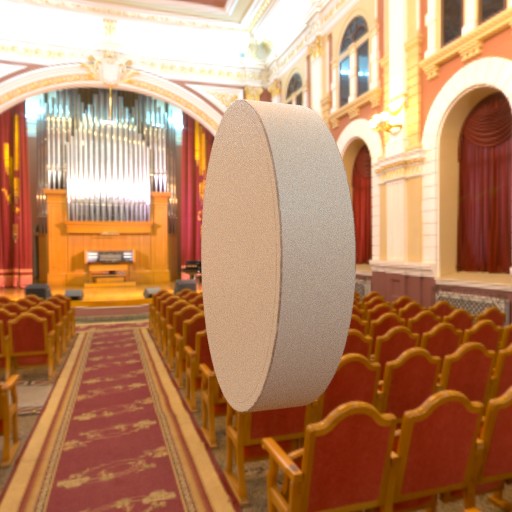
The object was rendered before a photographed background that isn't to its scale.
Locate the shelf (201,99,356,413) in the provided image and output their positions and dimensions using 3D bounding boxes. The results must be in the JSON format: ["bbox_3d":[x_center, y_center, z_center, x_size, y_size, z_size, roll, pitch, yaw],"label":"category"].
[{"bbox_3d":[0.000,0.000,1.226,0.158,0.807,0.806,0,1,-17],"label":"shelf"}]
